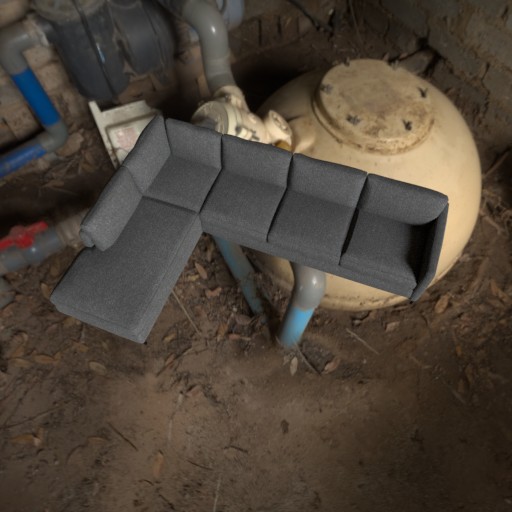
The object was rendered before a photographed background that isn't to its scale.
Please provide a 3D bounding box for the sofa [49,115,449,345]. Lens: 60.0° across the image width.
[{"bbox_3d":[0.000,0.000,3.852,2.949,0.815,2.007,18,62,10],"label":"sofa"}]
